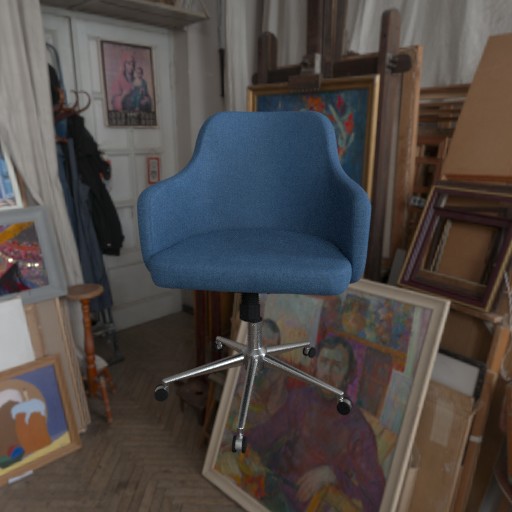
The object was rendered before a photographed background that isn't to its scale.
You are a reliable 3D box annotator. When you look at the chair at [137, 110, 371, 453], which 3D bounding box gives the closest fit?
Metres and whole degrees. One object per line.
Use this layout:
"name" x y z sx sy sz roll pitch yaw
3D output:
"chair" 0.000 0.000 1.270 0.599 0.820 0.655 2 15 8
